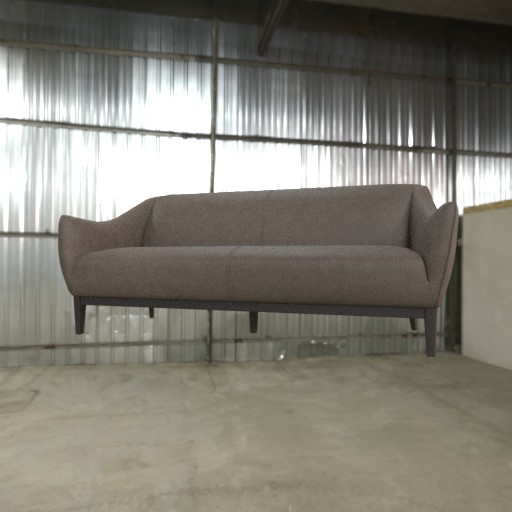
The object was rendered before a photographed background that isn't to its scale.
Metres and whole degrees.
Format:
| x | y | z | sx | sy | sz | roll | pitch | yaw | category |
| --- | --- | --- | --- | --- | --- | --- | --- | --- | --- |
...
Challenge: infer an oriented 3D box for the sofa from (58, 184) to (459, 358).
| x | y | z | sx | sy | sz | roll | pitch | yaw | category |
| --- | --- | --- | --- | --- | --- | --- | --- | --- | --- |
| 0.000 | 0.000 | 2.405 | 1.928 | 0.831 | 0.869 | 0 | 0 | 18 | sofa |
